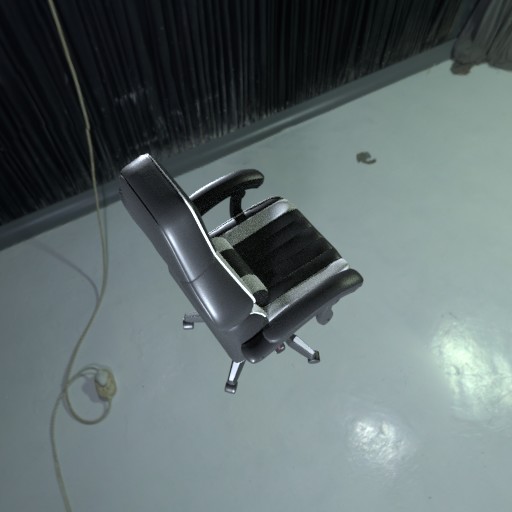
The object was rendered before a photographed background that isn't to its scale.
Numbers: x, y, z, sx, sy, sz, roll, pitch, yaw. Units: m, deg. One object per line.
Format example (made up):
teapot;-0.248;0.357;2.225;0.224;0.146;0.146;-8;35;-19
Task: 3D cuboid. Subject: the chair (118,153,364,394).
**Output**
chair;0.000;0.000;1.628;0.700;1.200;0.676;-32;63;-18
